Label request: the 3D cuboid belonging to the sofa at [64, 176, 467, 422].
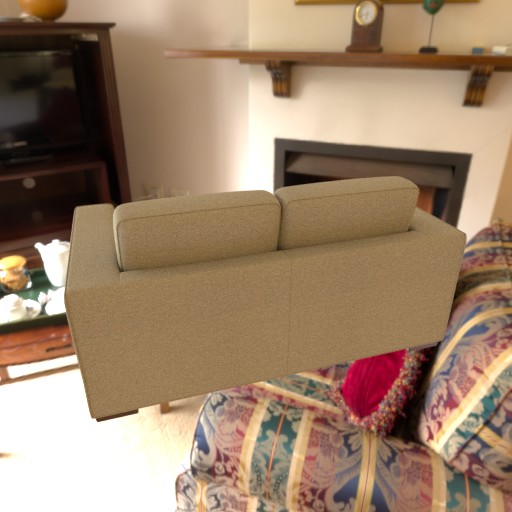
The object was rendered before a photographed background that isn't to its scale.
[{"bbox_3d":[0.000,0.000,2.392,1.812,0.924,1.007,-8,28,-16],"label":"sofa"}]
